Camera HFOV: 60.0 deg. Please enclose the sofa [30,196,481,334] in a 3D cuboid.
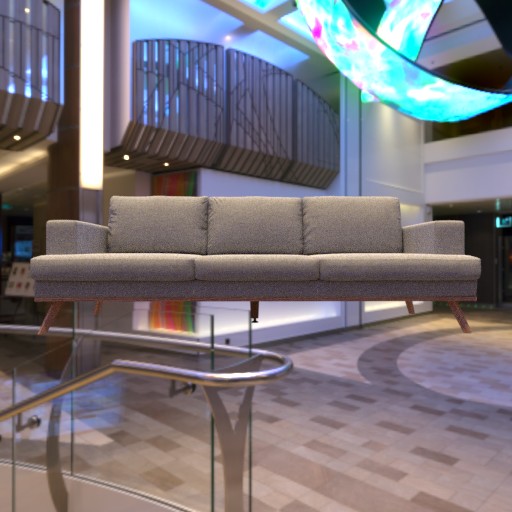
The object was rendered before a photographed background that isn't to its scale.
[{"bbox_3d":[0.000,0.000,2.704,2.310,0.810,0.920,0,0,-1],"label":"sofa"}]
